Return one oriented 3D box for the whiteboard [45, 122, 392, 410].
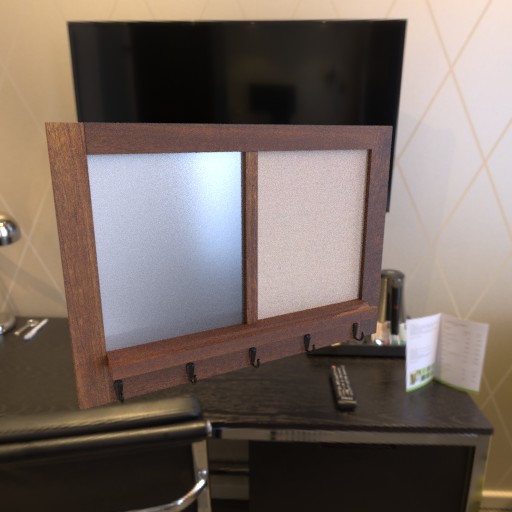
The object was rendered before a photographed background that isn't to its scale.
[{"bbox_3d":[0.000,0.000,0.981,0.783,0.559,0.083,-8,17,-27],"label":"whiteboard"}]
